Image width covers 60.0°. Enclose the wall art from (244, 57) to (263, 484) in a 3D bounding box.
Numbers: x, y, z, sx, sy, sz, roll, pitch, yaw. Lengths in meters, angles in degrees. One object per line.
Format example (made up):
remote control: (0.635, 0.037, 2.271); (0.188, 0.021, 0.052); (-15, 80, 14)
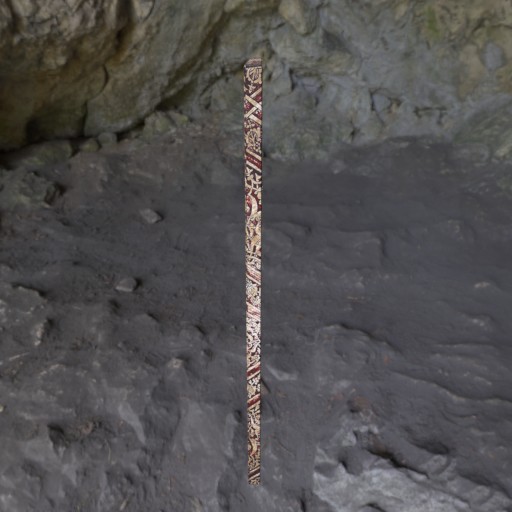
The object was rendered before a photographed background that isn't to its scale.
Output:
wall art: (0.000, 0.000, 0.741); (0.020, 0.599, 0.397); (0, 25, 1)
